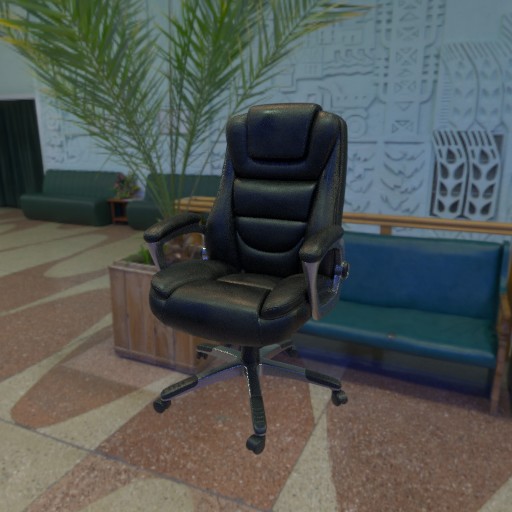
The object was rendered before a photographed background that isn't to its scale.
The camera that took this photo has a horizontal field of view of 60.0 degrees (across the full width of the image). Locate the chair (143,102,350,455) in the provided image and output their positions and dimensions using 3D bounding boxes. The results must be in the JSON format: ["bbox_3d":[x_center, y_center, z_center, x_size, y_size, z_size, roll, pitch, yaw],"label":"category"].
[{"bbox_3d":[0.000,0.000,1.585,0.697,1.075,0.689,7,16,25],"label":"chair"}]
